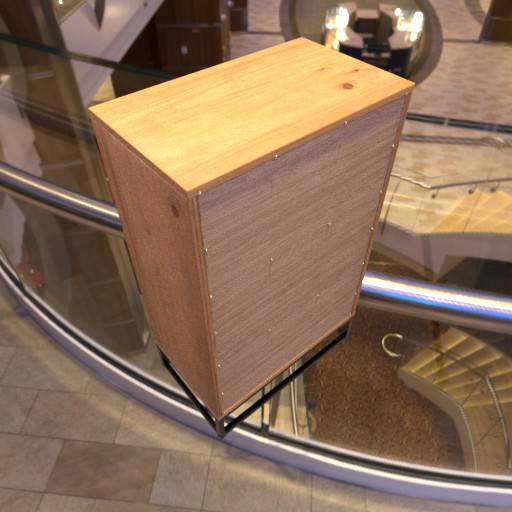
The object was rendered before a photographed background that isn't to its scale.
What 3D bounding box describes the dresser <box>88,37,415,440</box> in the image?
[{"bbox_3d":[0.000,0.000,1.624,0.761,1.240,0.479,-31,53,-27],"label":"dresser"}]
